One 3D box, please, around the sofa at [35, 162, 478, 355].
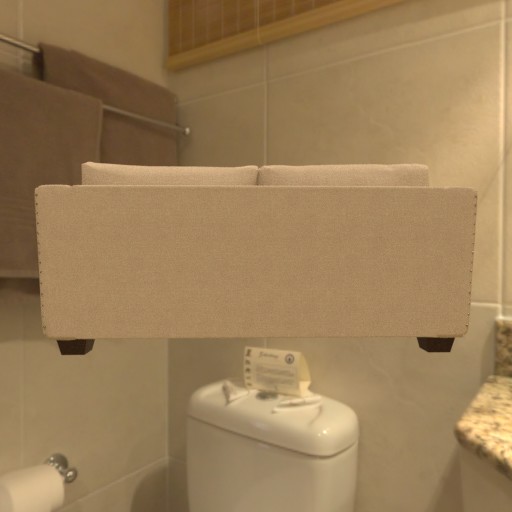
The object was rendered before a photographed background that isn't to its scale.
[{"bbox_3d":[0.000,0.000,2.650,2.107,0.983,1.104,0,1,-2],"label":"sofa"}]
